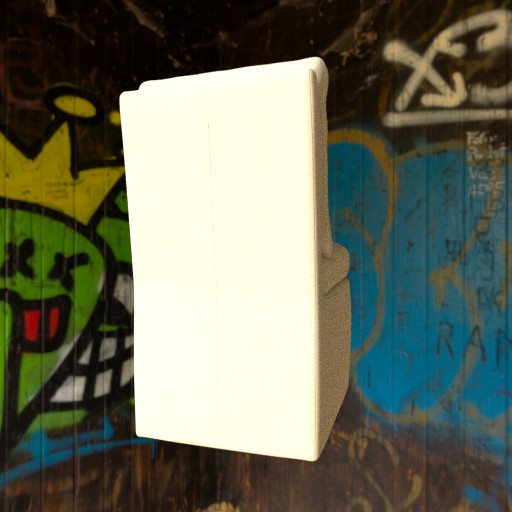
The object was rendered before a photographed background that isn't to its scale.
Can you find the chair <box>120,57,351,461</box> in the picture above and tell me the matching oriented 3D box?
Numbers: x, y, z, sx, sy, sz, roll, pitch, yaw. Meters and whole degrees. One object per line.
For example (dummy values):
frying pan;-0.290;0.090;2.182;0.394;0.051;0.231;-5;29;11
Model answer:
chair;0.000;0.000;1.319;0.503;0.927;0.698;0;0;18
